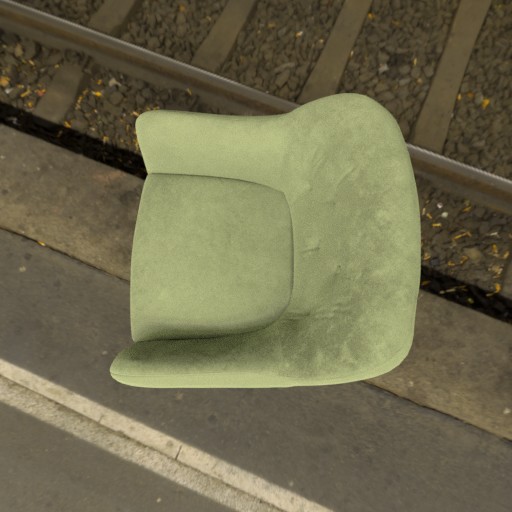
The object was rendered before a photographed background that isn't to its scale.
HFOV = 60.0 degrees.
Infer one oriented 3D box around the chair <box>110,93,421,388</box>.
[{"bbox_3d":[0.000,0.000,1.468,0.819,0.804,0.840,1,75,0],"label":"chair"}]
